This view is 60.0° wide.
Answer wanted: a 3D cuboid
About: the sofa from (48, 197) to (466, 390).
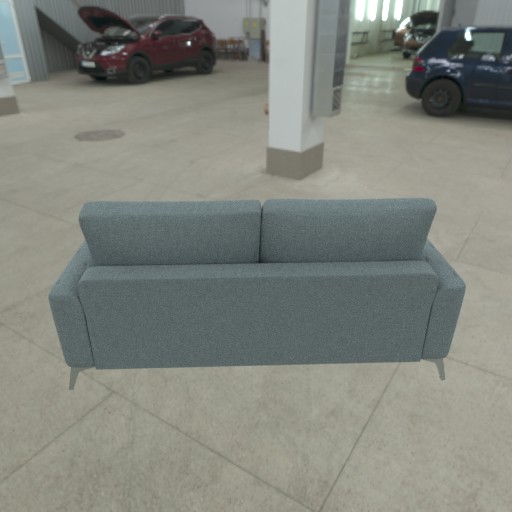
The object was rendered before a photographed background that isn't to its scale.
[{"bbox_3d":[0.000,0.000,2.129,1.650,0.790,0.920,-1,28,-2],"label":"sofa"}]
